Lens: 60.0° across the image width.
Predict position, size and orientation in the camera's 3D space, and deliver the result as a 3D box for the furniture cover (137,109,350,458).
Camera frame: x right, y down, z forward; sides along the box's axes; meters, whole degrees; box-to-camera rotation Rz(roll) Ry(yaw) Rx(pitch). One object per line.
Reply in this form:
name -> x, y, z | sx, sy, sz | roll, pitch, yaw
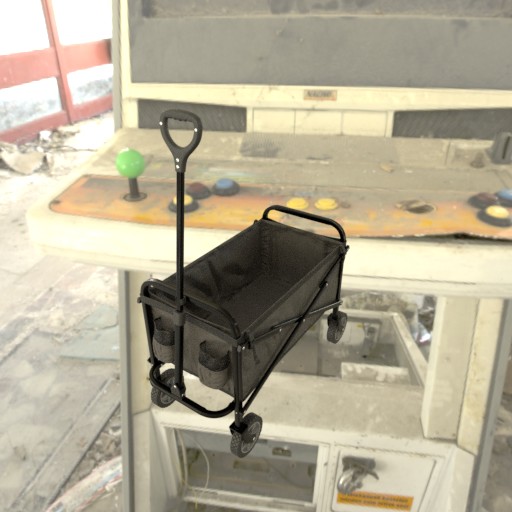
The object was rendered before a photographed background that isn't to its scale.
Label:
furniture cover -> 0.000, 0.000, 1.826 | 0.532, 1.295, 1.038 | 19, 35, 30
